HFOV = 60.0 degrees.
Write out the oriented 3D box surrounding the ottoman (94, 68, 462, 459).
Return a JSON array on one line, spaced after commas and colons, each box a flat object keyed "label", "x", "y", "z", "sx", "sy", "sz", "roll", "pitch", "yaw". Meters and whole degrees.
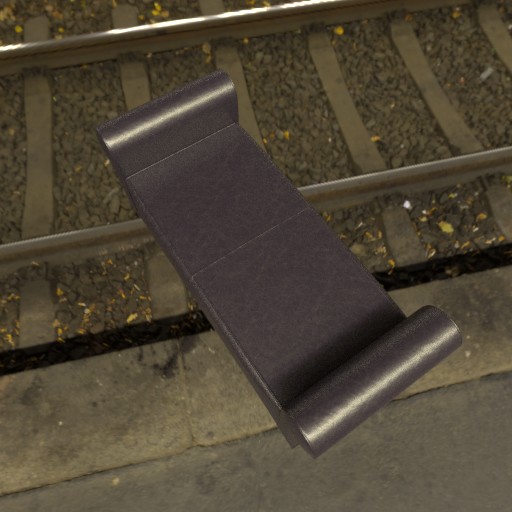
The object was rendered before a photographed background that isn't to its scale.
[{"label": "ottoman", "x": 0.000, "y": 0.000, "z": 1.565, "sx": 0.521, "sy": 0.547, "sz": 1.256, "roll": -31, "pitch": 68, "yaw": -14}]
